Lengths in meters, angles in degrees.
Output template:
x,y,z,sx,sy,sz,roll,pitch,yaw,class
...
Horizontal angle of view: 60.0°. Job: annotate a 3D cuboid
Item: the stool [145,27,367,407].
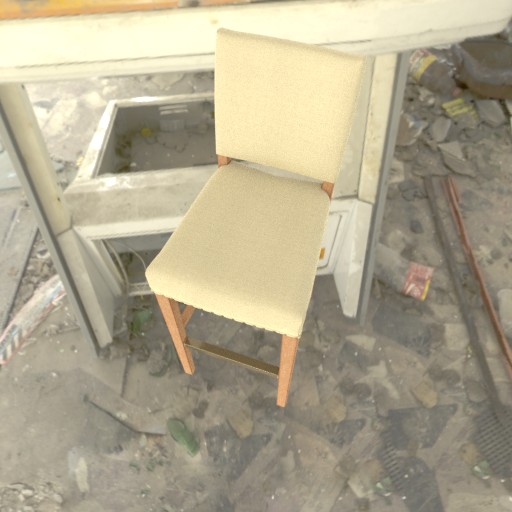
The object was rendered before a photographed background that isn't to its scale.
x,y,z,sx,sy,sz,roll,pitch,yaw,class
0.000,0.000,1.398,0.428,1.143,0.546,16,58,11,stool
